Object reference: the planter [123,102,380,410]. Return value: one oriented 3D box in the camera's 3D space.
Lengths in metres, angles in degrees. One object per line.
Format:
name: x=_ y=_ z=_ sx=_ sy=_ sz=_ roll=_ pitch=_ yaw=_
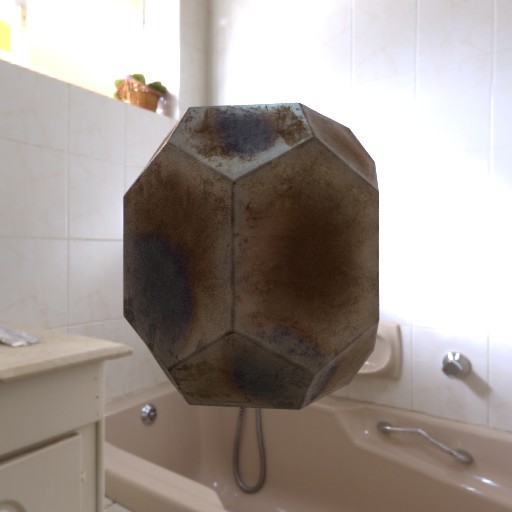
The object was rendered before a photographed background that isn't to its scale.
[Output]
planter: x=0.000 y=0.000 z=0.421 sx=0.243 sy=0.238 sz=0.221 roll=0 pitch=0 yaw=37
